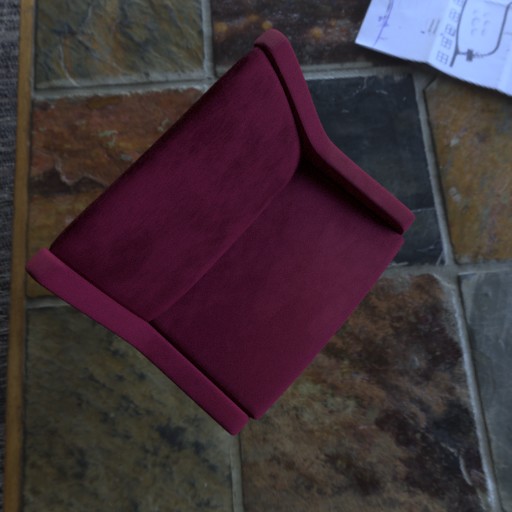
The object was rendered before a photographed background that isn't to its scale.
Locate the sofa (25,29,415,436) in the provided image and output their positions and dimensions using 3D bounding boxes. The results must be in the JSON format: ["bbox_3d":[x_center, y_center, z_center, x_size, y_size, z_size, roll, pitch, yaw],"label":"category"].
[{"bbox_3d":[0.000,0.000,1.921,0.946,0.976,1.242,40,79,9],"label":"sofa"}]
